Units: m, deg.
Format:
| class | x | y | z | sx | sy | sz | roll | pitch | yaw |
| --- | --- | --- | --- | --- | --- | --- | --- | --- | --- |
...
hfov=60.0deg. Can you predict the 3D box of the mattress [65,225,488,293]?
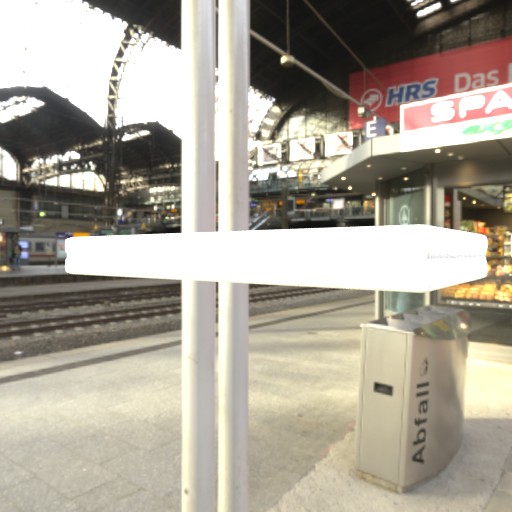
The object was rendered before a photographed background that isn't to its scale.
| class | x | y | z | sx | sy | sz | roll | pitch | yaw |
| --- | --- | --- | --- | --- | --- | --- | --- | --- | --- |
| mattress | 0.000 | 0.000 | 2.175 | 1.900 | 0.200 | 0.900 | 0 | 1 | 37 |
